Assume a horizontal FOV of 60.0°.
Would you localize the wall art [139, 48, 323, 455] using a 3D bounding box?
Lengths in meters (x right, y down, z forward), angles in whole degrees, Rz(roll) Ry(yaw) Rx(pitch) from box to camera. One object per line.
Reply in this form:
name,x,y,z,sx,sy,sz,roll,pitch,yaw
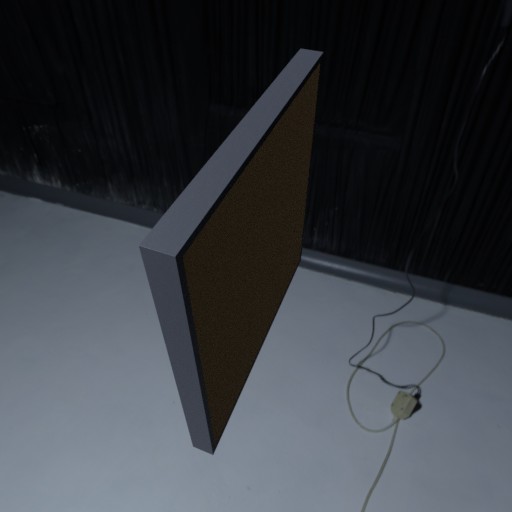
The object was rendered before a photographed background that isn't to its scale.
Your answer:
wall art,0.000,0.000,0.768,0.040,0.509,0.509,16,48,15
